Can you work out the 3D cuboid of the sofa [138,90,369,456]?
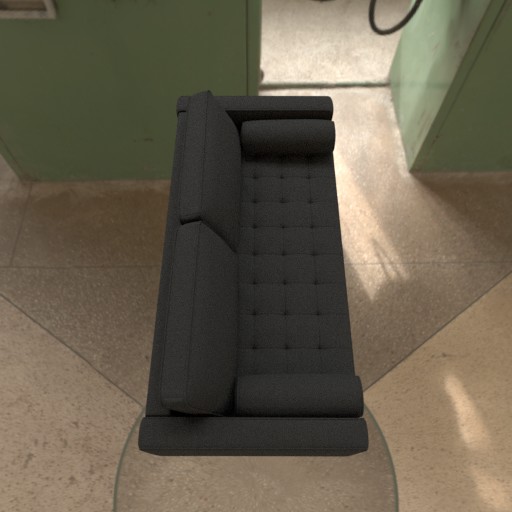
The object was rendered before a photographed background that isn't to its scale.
[{"bbox_3d":[0.000,0.000,2.283,0.914,0.759,1.875,0,63,0],"label":"sofa"}]
